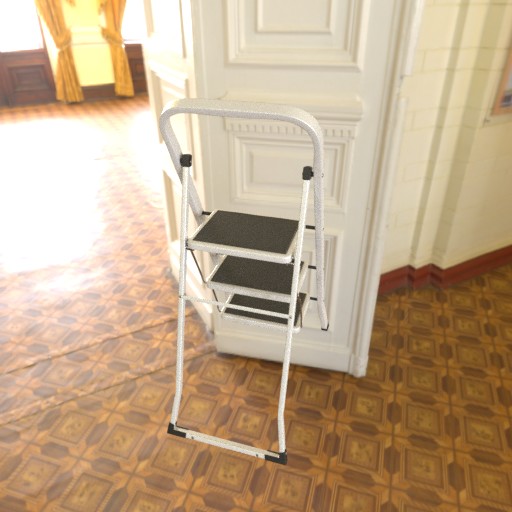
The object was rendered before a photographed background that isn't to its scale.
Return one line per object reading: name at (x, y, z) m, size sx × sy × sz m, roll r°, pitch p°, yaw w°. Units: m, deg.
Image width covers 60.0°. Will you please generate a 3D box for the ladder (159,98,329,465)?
ladder at (0.000, 0.000, 1.447) m, size 0.460 × 1.050 × 0.711 m, roll 9°, pitch 32°, yaw 14°
